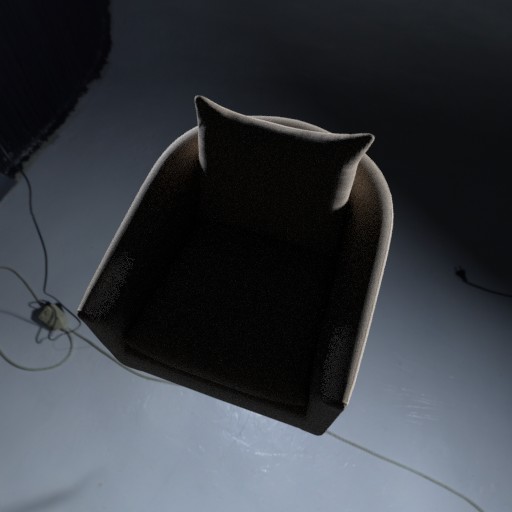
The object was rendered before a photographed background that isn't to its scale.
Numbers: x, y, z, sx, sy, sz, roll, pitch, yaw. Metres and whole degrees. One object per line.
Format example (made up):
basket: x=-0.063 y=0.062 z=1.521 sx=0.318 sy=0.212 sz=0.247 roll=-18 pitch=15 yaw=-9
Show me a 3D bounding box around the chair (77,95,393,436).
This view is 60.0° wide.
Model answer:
chair: x=0.000 y=0.000 z=1.588 sx=0.845 sy=0.848 sz=0.910 roll=17 pitch=60 yaw=10
